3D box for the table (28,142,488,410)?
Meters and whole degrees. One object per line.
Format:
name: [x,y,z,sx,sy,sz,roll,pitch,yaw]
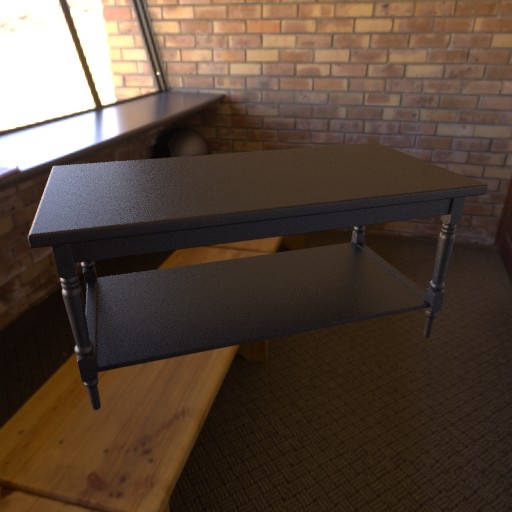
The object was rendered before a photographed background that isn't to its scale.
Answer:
table: [0.000,0.000,1.358,1.107,0.510,0.550,-8,27,-16]
